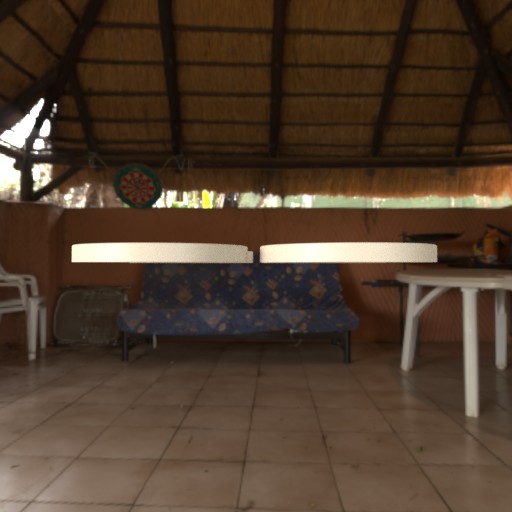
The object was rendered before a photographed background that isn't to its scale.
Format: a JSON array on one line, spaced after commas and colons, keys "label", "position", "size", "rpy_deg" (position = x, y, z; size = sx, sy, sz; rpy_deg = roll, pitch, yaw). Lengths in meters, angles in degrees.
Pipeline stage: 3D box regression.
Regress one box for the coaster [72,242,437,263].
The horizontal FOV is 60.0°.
[{"label": "coaster", "position": [0.000, 0.000, 0.338], "size": [0.224, 0.010, 0.220], "rpy_deg": [0, -1, 1]}]
